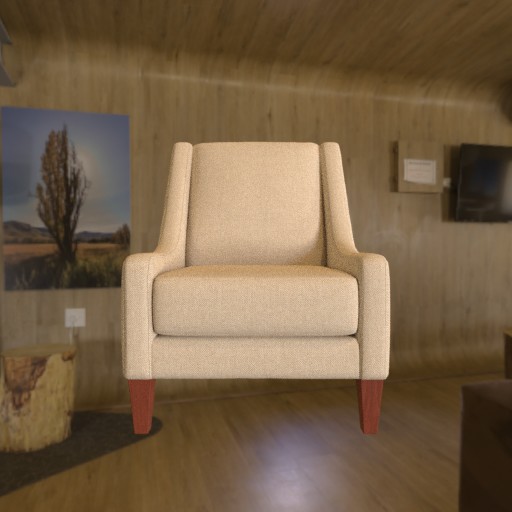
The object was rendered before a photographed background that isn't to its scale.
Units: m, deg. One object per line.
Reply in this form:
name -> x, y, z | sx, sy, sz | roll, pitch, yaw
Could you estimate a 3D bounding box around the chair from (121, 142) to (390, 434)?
chair -> 0.000, 0.000, 1.645 | 0.774, 1.014, 0.870 | 0, 1, 0
